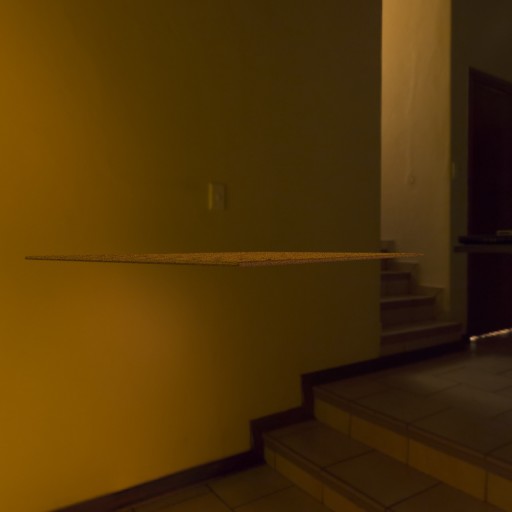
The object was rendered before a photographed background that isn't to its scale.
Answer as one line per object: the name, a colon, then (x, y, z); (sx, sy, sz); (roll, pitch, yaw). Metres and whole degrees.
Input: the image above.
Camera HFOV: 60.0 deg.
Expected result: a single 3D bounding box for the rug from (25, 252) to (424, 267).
rug: (0.000, 0.000, 2.349); (1.219, 0.016, 1.829); (1, 2, 36)
